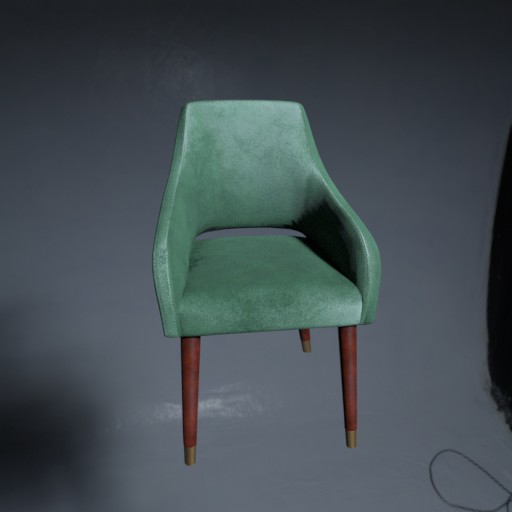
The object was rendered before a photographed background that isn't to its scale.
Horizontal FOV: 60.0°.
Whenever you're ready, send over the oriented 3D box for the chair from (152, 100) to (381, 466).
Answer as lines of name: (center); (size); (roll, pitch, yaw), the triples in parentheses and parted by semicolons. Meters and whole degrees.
chair: (0.000, 0.000, 1.606); (0.683, 1.081, 0.794); (-3, 19, -8)
